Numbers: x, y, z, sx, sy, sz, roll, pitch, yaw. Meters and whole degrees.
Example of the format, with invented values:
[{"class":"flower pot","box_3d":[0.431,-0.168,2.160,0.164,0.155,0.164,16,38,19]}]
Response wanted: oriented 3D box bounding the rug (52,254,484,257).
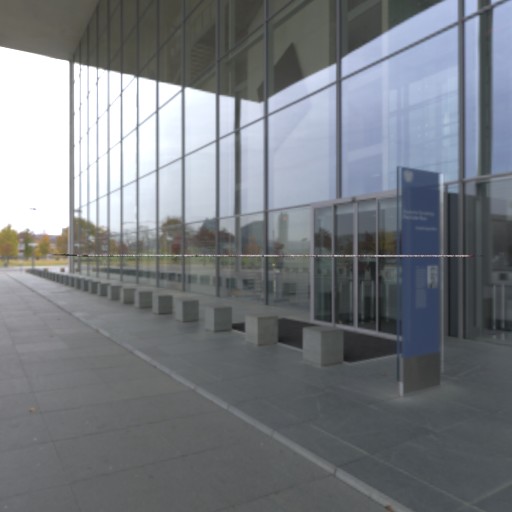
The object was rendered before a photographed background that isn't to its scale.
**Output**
[{"class":"rug","box_3d":[0.000,0.000,2.332,1.848,0.012,1.217,0,0,-17]}]
